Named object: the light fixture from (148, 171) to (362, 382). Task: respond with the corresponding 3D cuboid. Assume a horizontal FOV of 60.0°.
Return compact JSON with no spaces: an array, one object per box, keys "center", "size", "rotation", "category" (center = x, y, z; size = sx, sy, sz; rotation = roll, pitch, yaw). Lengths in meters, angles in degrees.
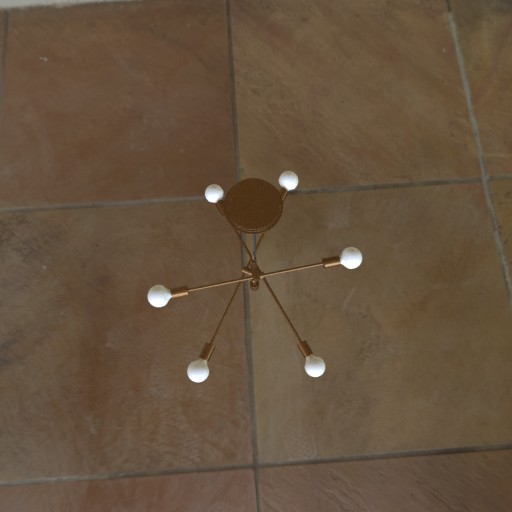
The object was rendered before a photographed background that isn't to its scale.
[{"center":[0.000,0.000,1.247],"size":[0.637,0.744,0.682],"rotation":[-1,75,0],"category":"light fixture"}]
